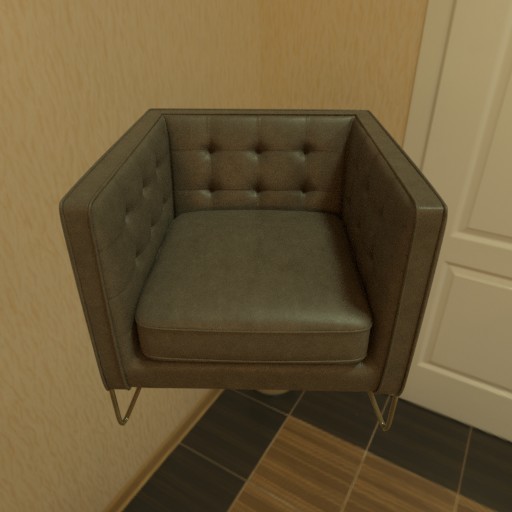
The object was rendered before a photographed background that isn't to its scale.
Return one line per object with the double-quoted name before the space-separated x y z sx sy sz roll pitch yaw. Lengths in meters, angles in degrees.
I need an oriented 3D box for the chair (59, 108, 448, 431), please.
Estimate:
"chair" 0.000 0.000 1.517 0.880 0.790 0.894 1 31 1
